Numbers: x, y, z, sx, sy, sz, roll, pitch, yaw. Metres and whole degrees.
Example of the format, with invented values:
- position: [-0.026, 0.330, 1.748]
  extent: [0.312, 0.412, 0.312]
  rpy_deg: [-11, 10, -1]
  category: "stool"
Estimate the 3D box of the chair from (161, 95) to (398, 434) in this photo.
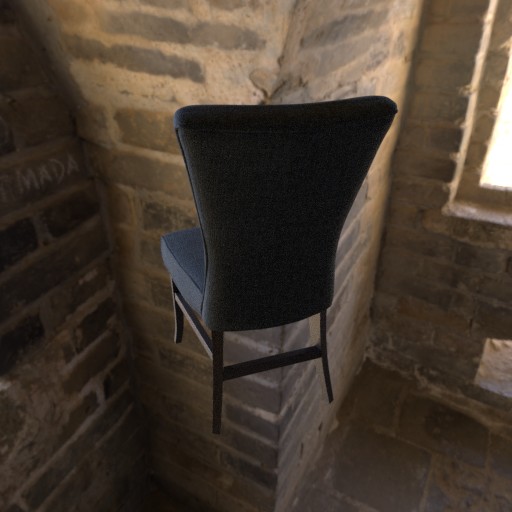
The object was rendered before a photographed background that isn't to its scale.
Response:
- position: [0.000, 0.000, 1.383]
  extent: [0.520, 0.991, 0.660]
  rpy_deg: [-9, 29, -17]
  category: "chair"
